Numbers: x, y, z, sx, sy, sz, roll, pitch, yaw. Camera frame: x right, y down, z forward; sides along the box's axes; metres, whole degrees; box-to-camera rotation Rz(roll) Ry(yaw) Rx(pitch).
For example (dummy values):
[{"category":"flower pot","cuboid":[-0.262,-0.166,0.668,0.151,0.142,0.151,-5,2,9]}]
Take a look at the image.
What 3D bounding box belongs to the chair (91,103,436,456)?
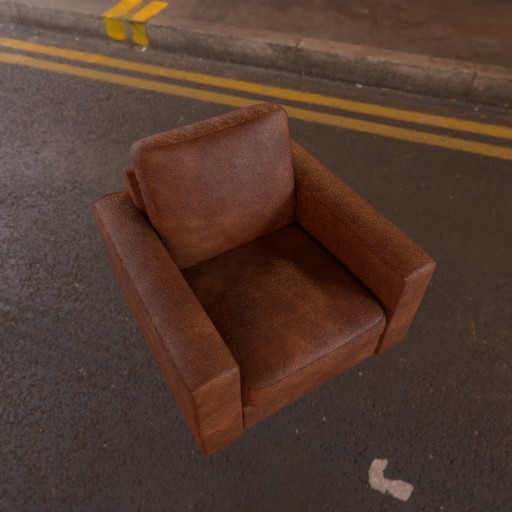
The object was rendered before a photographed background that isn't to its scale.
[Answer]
[{"category":"chair","cuboid":[0.000,0.000,1.802,1.005,0.873,1.016,-24,52,-20]}]
